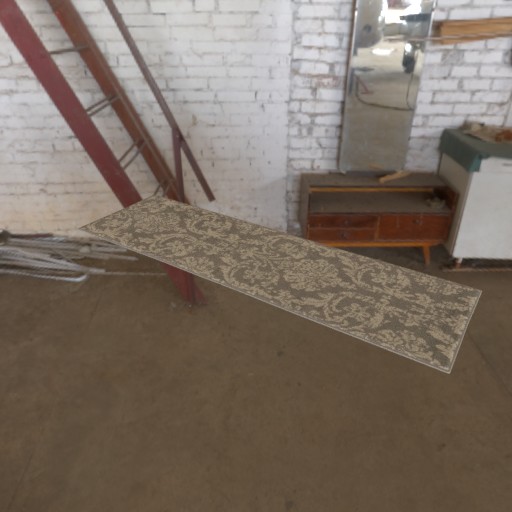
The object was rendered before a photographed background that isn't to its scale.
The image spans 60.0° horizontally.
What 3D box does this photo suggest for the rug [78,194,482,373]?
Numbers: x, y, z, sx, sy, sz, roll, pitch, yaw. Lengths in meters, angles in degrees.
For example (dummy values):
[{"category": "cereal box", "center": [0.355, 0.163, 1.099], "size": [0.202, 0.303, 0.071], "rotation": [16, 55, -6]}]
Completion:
[{"category": "rug", "center": [0.000, 0.000, 2.438], "size": [2.196, 0.011, 0.662], "rotation": [18, 35, 29]}]
